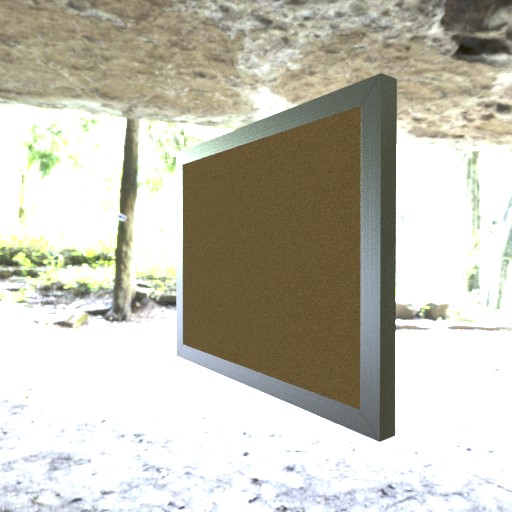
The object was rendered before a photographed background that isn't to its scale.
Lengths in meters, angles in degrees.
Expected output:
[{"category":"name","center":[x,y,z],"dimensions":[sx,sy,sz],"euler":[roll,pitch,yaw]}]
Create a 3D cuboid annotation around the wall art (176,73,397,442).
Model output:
[{"category":"wall art","center":[0.000,0.000,0.780],"dimensions":[0.032,0.456,0.557],"euler":[-1,1,-37]}]
